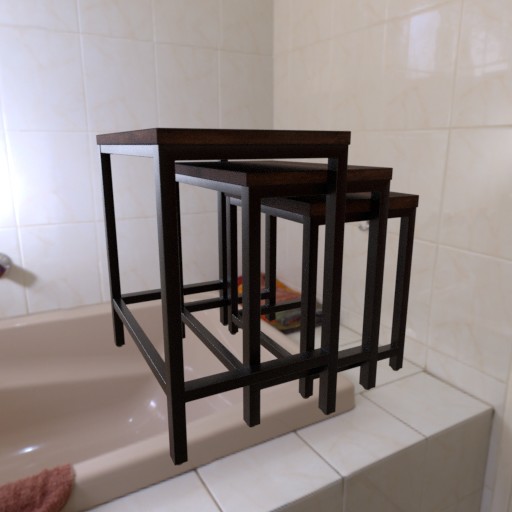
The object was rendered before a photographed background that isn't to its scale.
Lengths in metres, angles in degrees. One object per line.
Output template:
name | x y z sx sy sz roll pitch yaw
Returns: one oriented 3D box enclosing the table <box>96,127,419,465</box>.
table | 0.000 0.000 1.160 0.660 0.616 0.608 -7 16 -27
